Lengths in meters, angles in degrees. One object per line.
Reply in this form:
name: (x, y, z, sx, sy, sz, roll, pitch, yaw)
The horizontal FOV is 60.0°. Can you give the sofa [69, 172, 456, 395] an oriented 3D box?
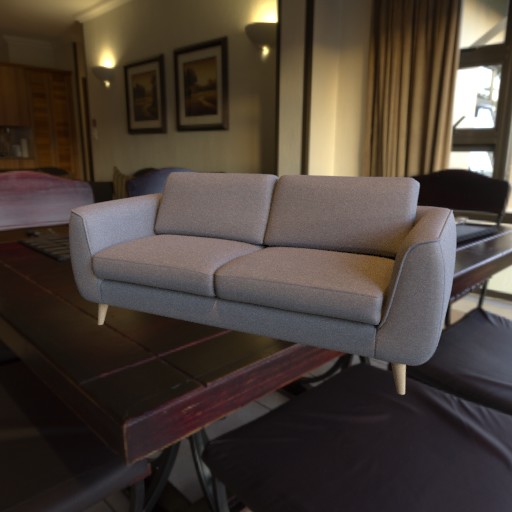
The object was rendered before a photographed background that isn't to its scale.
sofa: (0.000, 0.000, 2.504, 2.000, 0.870, 0.920, 7, 15, 26)
